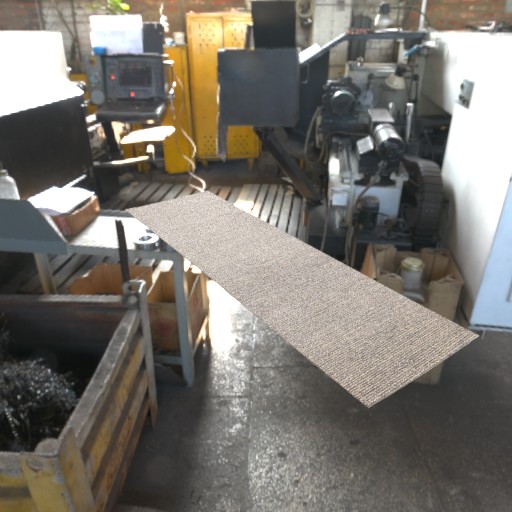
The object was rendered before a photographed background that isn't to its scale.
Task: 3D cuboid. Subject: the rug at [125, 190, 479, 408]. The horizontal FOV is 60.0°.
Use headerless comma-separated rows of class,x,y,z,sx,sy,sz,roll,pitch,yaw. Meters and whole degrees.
rug,0.000,0.000,2.561,0.697,0.013,2.335,-18,32,-31
